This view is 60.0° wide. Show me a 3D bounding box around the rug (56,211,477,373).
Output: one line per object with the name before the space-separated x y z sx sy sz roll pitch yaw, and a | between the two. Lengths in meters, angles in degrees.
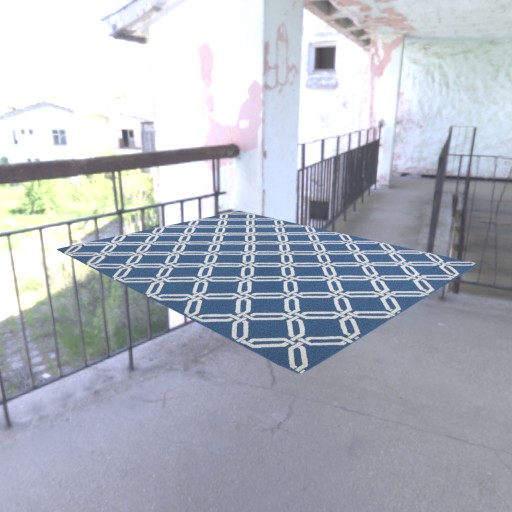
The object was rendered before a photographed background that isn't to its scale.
rug | 0.000 0.000 3.816 2.867 0.020 2.277 17 25 42
